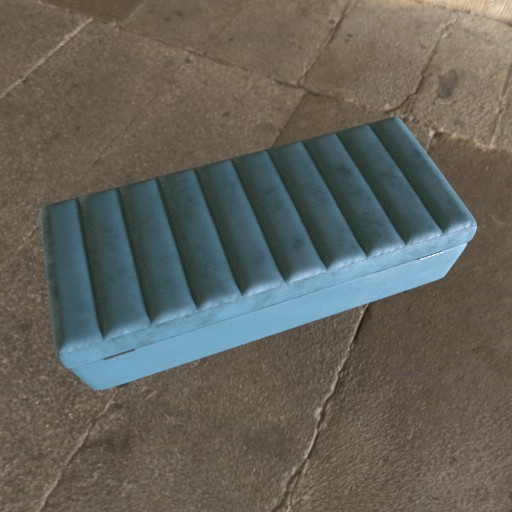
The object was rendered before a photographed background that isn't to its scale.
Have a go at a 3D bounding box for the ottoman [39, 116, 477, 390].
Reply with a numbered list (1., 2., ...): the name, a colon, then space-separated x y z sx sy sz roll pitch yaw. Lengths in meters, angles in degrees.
1. ottoman: 0.000 0.000 1.405 1.151 0.469 0.482 -16 60 -10
